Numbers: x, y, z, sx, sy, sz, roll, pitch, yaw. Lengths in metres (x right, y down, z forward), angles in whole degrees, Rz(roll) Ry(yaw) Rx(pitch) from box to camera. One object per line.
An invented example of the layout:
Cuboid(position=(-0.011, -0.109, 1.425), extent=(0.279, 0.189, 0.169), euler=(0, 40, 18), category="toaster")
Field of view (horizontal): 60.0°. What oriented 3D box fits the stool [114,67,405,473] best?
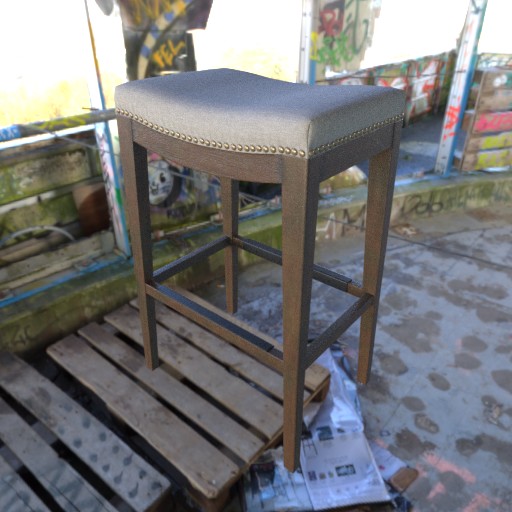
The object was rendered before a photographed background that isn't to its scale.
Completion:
Cuboid(position=(0.000, 0.000, 1.036), extent=(0.508, 0.762, 0.356), euler=(23, 37, 34), category="stool")
